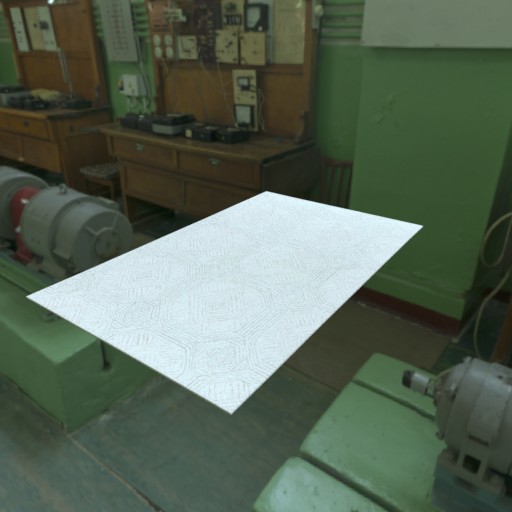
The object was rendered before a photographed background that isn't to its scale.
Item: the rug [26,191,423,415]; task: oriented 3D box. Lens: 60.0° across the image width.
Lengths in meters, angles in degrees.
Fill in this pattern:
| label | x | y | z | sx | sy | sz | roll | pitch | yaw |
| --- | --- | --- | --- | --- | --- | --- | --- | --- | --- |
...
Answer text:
| label | x | y | z | sx | sy | sz | roll | pitch | yaw |
| --- | --- | --- | --- | --- | --- | --- | --- | --- | --- |
| rug | 0.000 | 0.000 | 3.047 | 1.524 | 0.008 | 2.440 | 18 | 31 | 32 |
